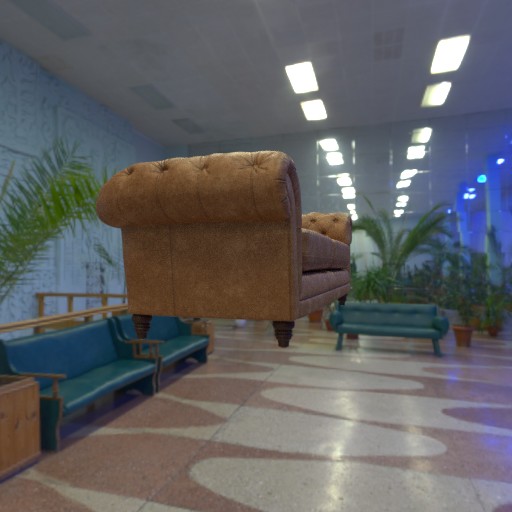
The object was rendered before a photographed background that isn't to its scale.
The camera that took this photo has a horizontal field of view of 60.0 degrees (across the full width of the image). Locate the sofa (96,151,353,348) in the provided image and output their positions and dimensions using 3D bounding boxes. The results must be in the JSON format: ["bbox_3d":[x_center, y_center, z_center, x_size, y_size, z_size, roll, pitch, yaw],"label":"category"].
[{"bbox_3d":[0.000,0.000,2.762,0.989,0.760,2.365,0,-1,18],"label":"sofa"}]
